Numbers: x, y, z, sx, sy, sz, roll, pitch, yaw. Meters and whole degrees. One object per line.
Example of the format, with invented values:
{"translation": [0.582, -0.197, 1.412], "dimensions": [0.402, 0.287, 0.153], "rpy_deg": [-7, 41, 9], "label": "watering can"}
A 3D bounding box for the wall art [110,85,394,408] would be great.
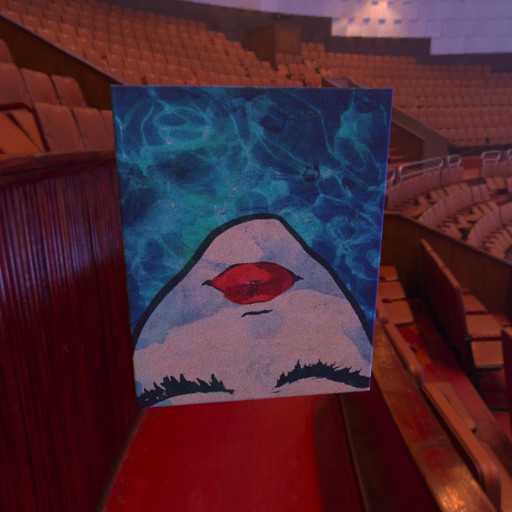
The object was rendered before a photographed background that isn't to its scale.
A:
{"translation": [0.000, 0.000, 0.891], "dimensions": [0.508, 0.635, 0.038], "rpy_deg": [-2, 16, -7], "label": "wall art"}
